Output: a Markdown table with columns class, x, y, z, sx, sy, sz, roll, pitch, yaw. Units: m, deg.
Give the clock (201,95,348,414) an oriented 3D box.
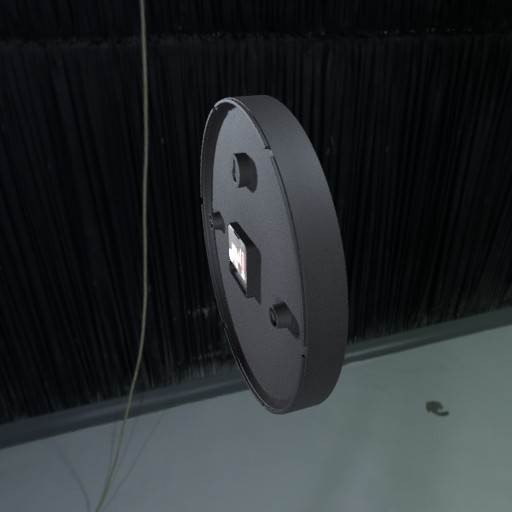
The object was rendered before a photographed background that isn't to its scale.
| class | x | y | z | sx | sy | sz | roll | pitch | yaw |
| --- | --- | --- | --- | --- | --- | --- | --- | --- | --- |
| clock | 0.000 | 0.000 | 0.431 | 0.040 | 0.293 | 0.293 | -10 | 31 | -17 |
